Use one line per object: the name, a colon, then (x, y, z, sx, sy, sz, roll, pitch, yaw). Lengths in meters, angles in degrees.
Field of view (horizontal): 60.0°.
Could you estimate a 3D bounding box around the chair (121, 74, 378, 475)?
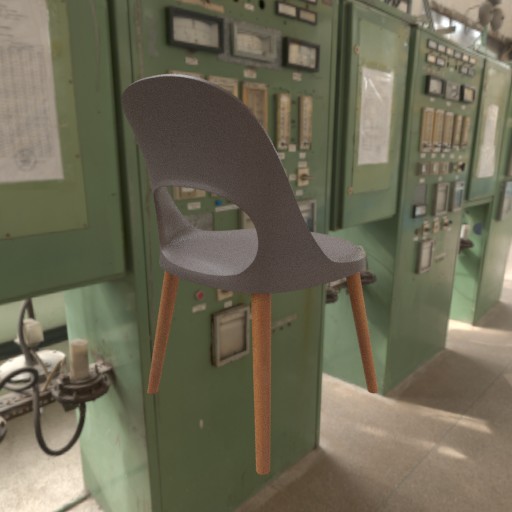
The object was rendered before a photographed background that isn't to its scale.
chair: (0.000, 0.000, 1.118, 0.556, 0.794, 0.470, -13, 19, -43)
